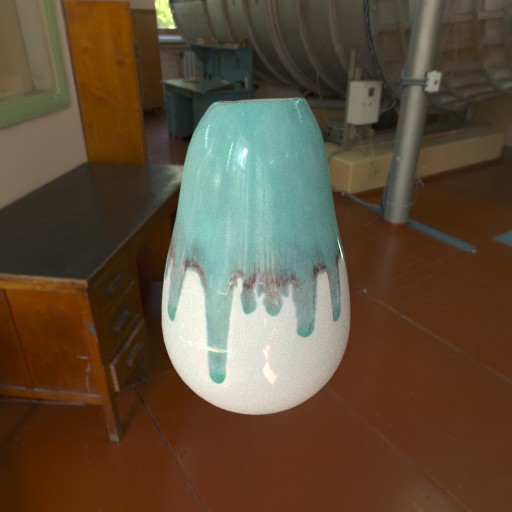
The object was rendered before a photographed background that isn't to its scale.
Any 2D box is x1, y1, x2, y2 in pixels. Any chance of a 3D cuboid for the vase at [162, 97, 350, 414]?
[{"bbox_3d":[0.000,0.000,0.260,0.116,0.179,0.116,0,28,0],"label":"vase"}]
